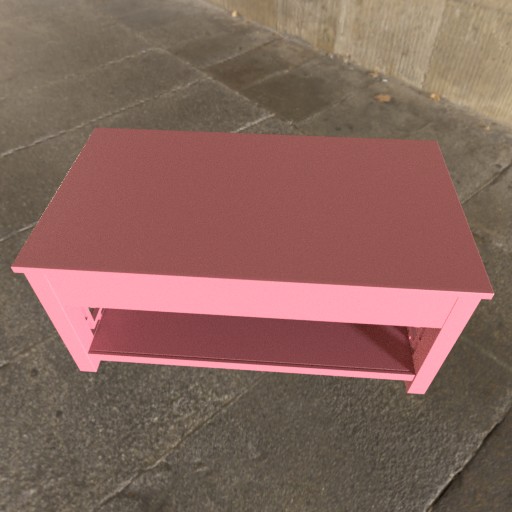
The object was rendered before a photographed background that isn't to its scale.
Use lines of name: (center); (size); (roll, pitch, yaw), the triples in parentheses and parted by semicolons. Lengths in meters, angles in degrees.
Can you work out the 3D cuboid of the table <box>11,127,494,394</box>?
table: (0.000, 0.000, 1.363); (1.068, 0.493, 0.612); (3, 47, 3)
